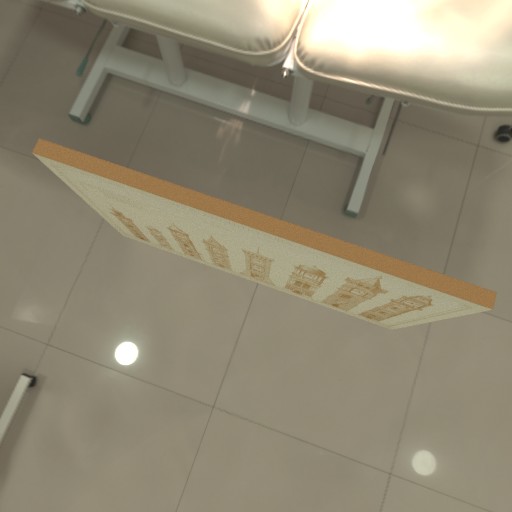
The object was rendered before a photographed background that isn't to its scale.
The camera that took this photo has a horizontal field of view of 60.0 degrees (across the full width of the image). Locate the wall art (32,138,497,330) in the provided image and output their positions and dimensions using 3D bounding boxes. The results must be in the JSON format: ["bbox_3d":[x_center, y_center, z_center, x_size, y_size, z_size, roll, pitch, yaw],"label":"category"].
[{"bbox_3d":[0.000,0.000,1.130,0.915,0.608,0.033,19,78,4],"label":"wall art"}]
